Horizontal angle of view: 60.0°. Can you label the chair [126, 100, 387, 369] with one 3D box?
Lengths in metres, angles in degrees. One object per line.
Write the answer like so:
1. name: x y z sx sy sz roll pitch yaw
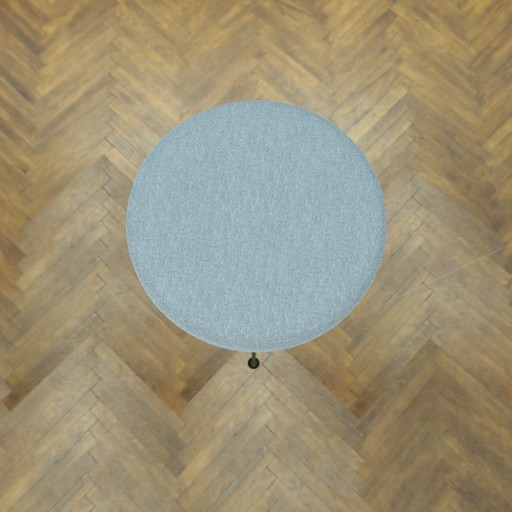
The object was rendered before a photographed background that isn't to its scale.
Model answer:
1. chair: 0.000 0.000 0.697 0.350 0.440 0.350 0 76 0
